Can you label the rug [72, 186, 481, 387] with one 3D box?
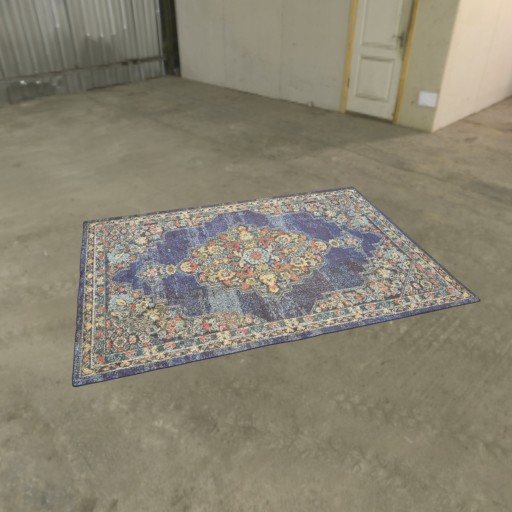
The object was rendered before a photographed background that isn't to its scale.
[{"bbox_3d":[0.000,0.000,2.934,2.232,0.009,1.630,-9,35,-14],"label":"rug"}]
